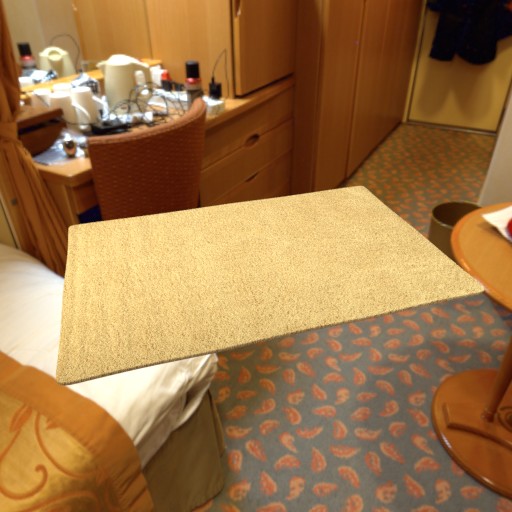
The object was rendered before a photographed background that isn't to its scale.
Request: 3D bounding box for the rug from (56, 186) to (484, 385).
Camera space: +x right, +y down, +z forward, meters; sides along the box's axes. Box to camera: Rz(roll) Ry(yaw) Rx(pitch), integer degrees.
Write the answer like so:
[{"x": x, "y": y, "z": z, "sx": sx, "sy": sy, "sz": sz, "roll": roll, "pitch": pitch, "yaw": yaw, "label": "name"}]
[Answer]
[{"x": 0.000, "y": 0.000, "z": 2.874, "sx": 2.349, "sy": 0.025, "sz": 1.500, "roll": -10, "pitch": 35, "yaw": -14, "label": "rug"}]
